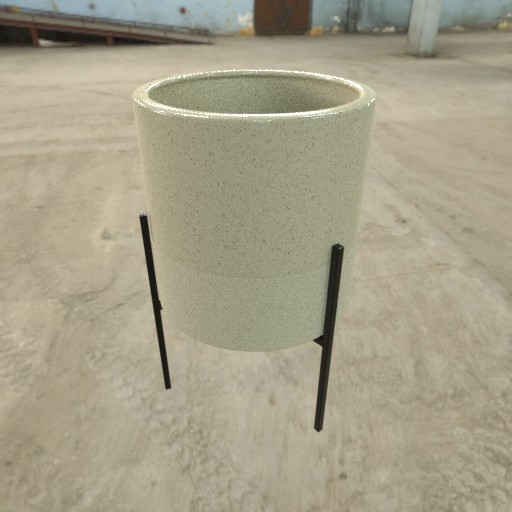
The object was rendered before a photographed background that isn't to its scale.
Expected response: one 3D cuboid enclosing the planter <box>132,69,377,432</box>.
[{"bbox_3d":[0.000,0.000,0.538,0.234,0.390,0.243,10,33,16],"label":"planter"}]
